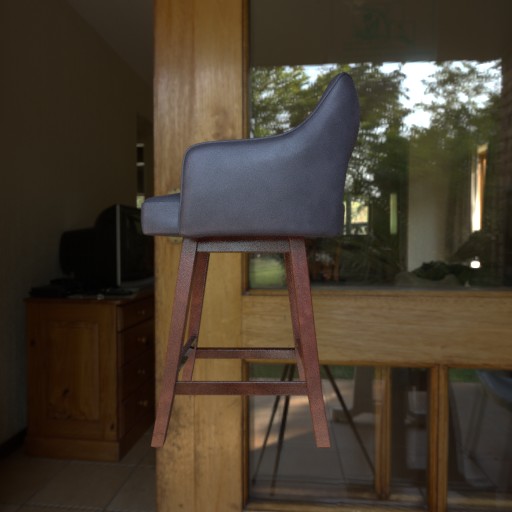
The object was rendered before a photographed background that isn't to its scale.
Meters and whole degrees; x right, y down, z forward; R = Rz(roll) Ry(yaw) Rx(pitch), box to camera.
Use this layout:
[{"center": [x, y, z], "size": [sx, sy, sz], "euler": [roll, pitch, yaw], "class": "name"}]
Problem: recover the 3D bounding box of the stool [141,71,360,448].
[{"center": [0.000, 0.000, 1.286], "size": [0.560, 0.936, 0.550], "euler": [0, 2, 1], "class": "stool"}]
